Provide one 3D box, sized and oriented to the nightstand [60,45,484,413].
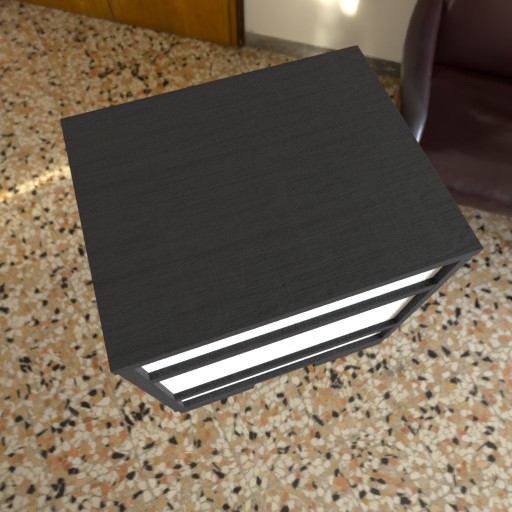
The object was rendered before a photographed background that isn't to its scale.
[{"bbox_3d":[0.000,0.000,0.744,0.427,0.448,0.347,-17,66,-8],"label":"nightstand"}]
